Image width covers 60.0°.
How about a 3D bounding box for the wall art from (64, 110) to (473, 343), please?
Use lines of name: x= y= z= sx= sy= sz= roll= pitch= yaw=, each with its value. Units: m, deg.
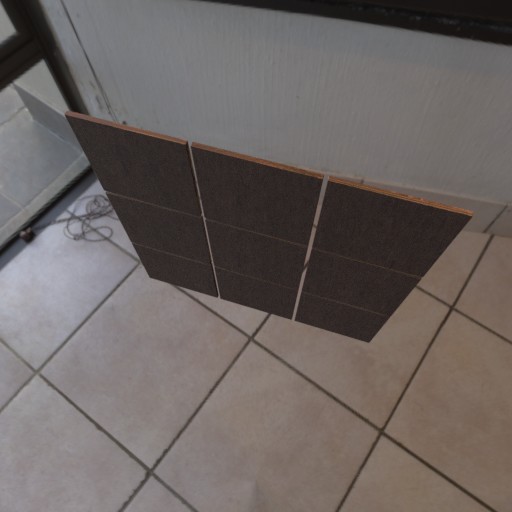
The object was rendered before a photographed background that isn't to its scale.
wall art: x=0.000 y=0.000 z=1.361 sx=0.915 sy=0.914 sz=0.013 roll=16 pitch=64 yaw=8
